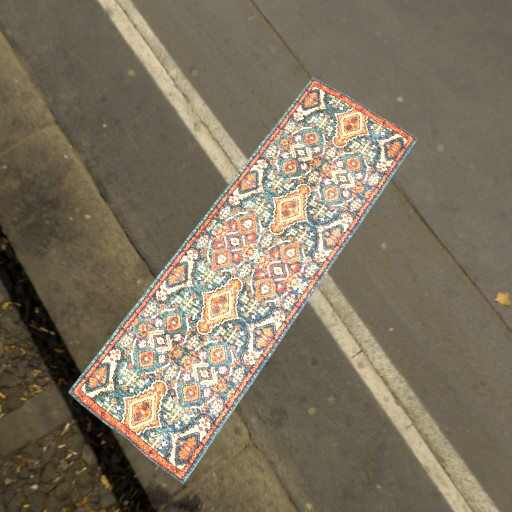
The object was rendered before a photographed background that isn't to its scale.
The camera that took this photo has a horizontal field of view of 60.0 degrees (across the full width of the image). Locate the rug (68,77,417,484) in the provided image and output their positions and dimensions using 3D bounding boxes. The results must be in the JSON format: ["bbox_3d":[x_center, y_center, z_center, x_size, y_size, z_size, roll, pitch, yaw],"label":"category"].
[{"bbox_3d":[0.000,0.000,2.622,0.801,0.010,2.459,34,78,8],"label":"rug"}]
